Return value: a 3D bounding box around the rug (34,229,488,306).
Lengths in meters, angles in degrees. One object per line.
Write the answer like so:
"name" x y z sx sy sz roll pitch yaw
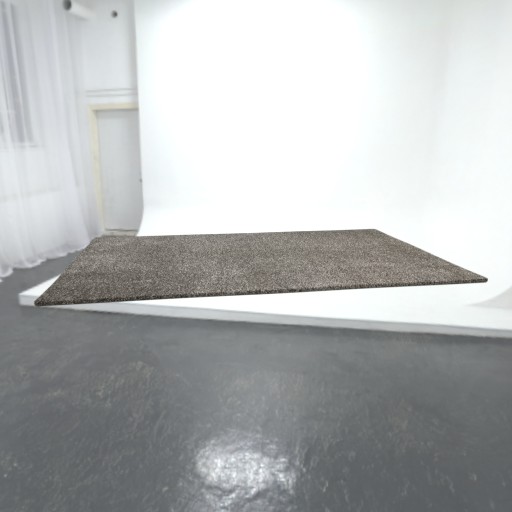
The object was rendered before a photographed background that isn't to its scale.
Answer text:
"rug" 0.000 0.000 2.973 2.352 0.025 1.501 -2 14 -9
